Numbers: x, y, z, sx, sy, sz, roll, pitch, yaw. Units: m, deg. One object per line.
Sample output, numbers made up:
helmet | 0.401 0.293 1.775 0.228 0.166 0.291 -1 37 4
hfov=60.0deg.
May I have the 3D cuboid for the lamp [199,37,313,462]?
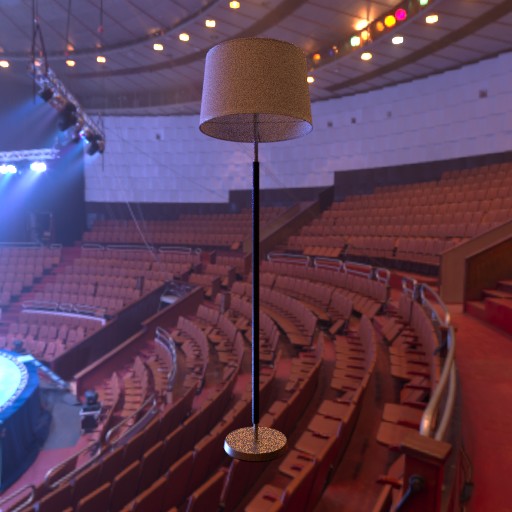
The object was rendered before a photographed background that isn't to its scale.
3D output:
lamp | 0.000 0.000 1.659 0.420 1.447 0.420 0 1 0
